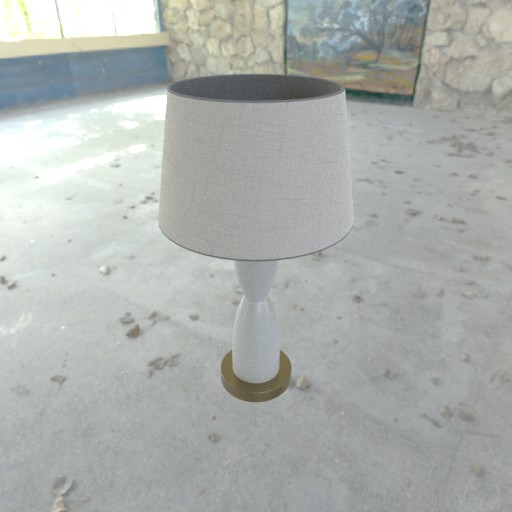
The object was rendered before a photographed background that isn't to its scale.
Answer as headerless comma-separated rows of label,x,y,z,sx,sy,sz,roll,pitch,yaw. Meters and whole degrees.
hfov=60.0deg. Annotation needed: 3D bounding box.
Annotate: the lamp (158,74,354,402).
lamp,0.000,0.000,0.750,0.309,0.545,0.309,0,29,0
